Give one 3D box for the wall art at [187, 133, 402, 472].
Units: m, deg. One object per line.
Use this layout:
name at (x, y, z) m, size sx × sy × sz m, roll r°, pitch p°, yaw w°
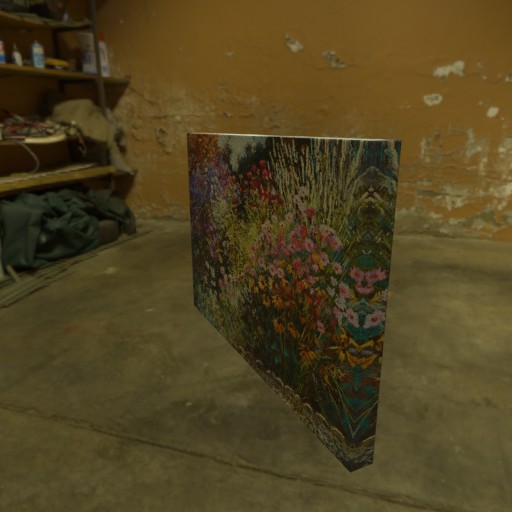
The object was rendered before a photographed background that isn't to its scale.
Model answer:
wall art at (0.000, 0.000, 0.773) m, size 0.037 × 0.406 × 0.610 m, roll -8°, pitch 18°, yaw -25°
